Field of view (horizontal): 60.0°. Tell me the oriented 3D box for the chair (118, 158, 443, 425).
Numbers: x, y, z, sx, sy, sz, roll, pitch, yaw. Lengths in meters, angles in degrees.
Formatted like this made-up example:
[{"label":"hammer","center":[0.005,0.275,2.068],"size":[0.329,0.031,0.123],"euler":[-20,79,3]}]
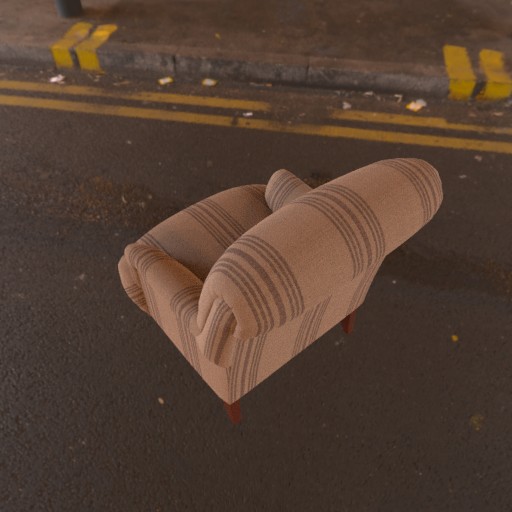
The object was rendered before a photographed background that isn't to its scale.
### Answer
[{"label":"chair","center":[0.000,0.000,1.621],"size":[0.813,0.940,0.914],"euler":[-31,54,-26]}]
